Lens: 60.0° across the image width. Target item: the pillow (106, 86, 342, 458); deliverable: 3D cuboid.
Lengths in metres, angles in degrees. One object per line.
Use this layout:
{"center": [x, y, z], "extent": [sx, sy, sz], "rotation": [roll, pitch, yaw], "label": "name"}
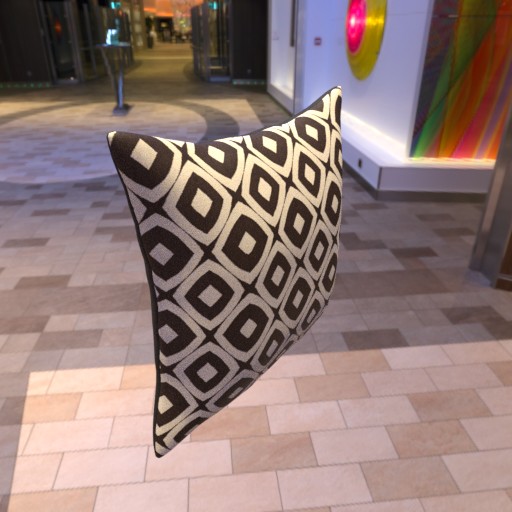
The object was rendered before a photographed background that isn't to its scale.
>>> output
{"center": [0.000, 0.000, 0.745], "extent": [0.188, 0.494, 0.504], "rotation": [19, 33, 33], "label": "pillow"}
